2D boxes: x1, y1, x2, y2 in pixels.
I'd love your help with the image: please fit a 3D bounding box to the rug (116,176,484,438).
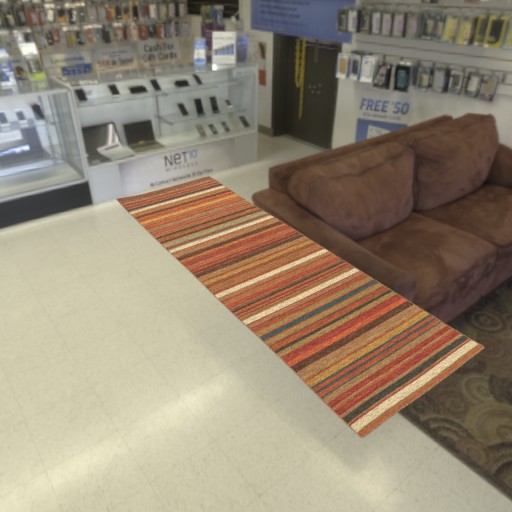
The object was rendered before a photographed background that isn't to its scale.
[{"bbox_3d":[0.000,0.000,2.639,0.799,0.030,2.444,-21,38,-29],"label":"rug"}]
